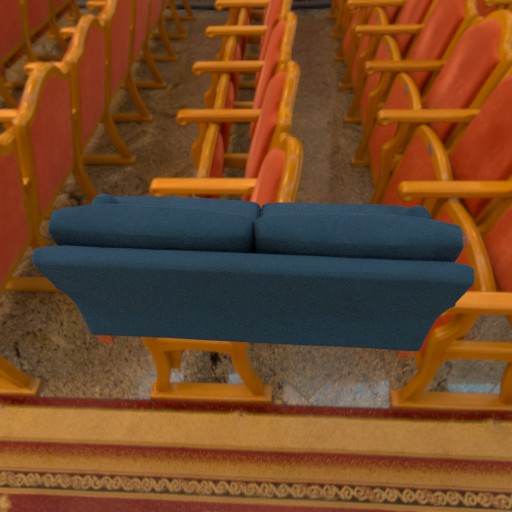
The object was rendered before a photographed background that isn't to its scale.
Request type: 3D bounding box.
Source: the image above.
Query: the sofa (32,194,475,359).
[{"bbox_3d":[0.000,0.000,2.718,2.141,1.101,1.084,2,46,2],"label":"sofa"}]
